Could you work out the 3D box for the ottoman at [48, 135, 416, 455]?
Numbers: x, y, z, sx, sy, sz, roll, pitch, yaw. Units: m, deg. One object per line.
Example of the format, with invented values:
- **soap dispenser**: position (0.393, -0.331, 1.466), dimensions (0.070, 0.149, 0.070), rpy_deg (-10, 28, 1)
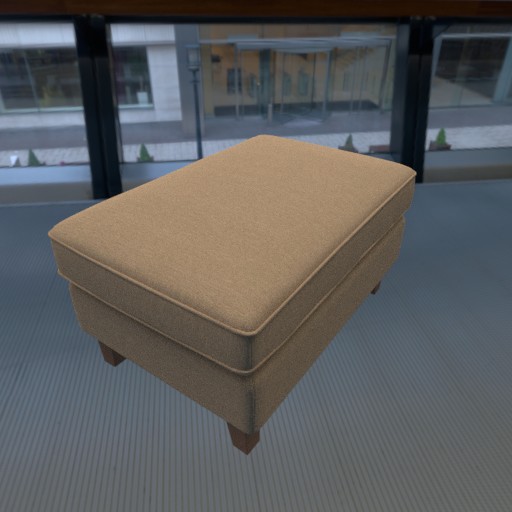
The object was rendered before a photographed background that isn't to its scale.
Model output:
- **ottoman**: position (0.000, 0.000, 1.342), dimensions (0.636, 0.521, 0.945), rpy_deg (21, 38, 29)
